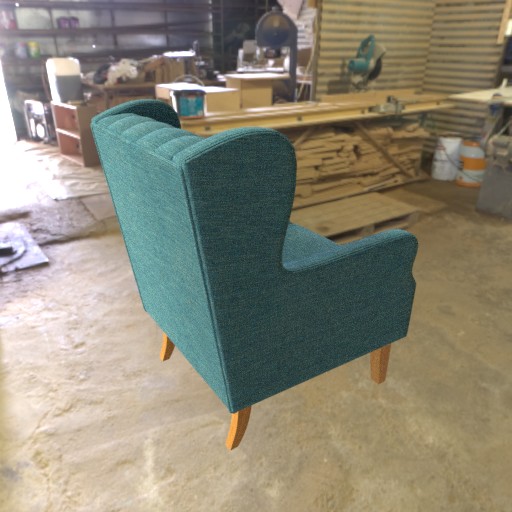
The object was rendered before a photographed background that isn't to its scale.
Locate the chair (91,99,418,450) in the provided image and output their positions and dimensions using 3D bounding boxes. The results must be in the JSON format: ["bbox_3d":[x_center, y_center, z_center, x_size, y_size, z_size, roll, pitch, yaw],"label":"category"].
[{"bbox_3d":[0.000,0.000,1.462,0.775,0.952,0.711,-17,31,-30],"label":"chair"}]
